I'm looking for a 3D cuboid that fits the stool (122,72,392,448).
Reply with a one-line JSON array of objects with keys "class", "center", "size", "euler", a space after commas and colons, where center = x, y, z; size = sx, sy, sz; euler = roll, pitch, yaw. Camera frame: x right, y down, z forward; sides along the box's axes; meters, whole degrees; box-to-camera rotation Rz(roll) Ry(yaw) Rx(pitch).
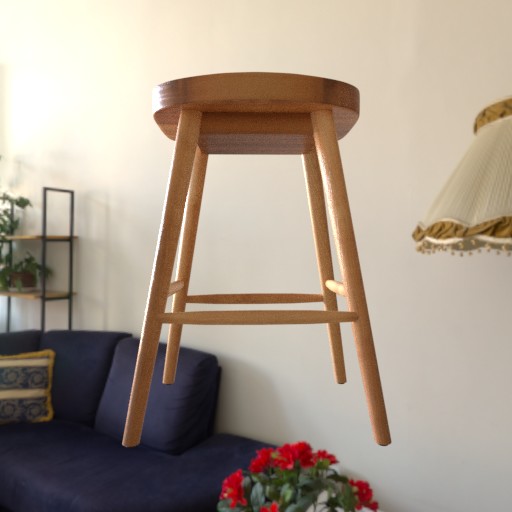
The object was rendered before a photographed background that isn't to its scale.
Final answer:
[{"class": "stool", "center": [0.000, 0.000, 0.889], "size": [0.440, 0.615, 0.361], "euler": [0, 1, -1]}]
